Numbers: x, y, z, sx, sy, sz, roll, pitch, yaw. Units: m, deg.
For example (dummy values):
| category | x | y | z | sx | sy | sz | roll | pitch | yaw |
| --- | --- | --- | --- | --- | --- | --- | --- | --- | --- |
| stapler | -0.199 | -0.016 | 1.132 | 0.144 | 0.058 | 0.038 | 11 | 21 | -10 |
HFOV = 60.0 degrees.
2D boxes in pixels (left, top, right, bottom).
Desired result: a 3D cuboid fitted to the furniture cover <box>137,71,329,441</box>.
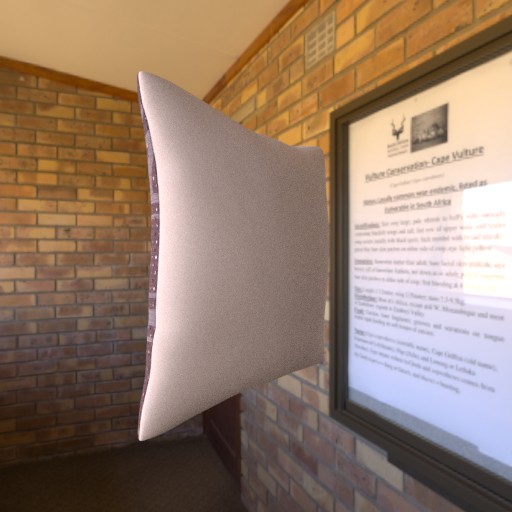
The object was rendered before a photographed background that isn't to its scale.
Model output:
| category | x | y | z | sx | sy | sz | roll | pitch | yaw |
| --- | --- | --- | --- | --- | --- | --- | --- | --- | --- |
| furniture cover | 0.000 | 0.000 | 0.828 | 0.193 | 0.509 | 0.552 | 0 | 0 | 35 |
